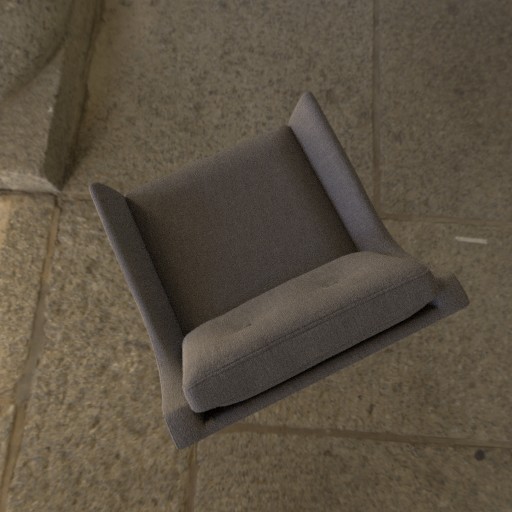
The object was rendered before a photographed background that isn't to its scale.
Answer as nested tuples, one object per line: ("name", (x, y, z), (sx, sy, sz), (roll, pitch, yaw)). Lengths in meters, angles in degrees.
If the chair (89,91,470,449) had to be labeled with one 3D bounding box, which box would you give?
("chair", (0.000, 0.000, 1.500), (0.847, 0.828, 0.849), (-25, 77, -6))
